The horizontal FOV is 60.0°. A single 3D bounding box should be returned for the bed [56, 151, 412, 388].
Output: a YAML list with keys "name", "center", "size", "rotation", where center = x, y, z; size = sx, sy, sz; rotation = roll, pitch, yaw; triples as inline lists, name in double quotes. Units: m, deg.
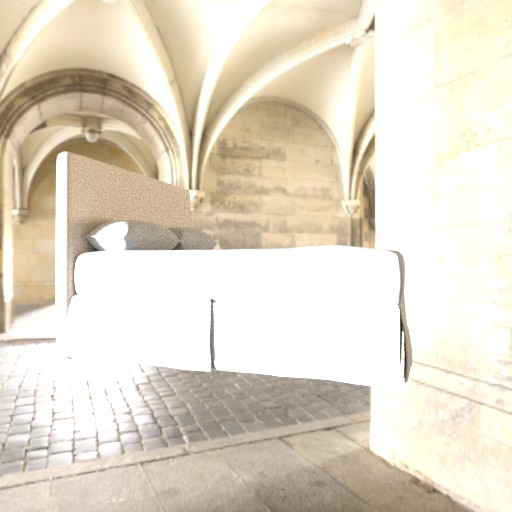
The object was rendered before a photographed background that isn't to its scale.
- name: "bed"
  center: [0.000, 0.000, 3.246]
  size: [2.142, 1.330, 1.748]
  rotation: [0, 0, 19]
